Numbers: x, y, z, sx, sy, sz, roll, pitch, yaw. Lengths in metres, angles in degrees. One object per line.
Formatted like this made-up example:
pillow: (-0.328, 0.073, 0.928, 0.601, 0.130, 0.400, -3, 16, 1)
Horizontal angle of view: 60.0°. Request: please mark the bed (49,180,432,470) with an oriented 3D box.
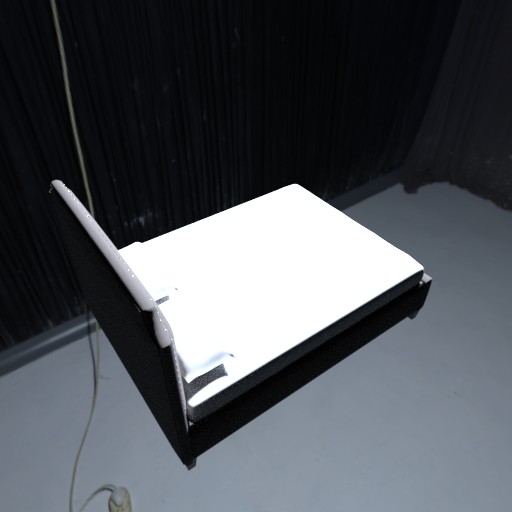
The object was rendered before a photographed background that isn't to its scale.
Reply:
bed: (0.000, 0.000, 3.437, 2.372, 1.443, 1.713, -25, 46, -27)
